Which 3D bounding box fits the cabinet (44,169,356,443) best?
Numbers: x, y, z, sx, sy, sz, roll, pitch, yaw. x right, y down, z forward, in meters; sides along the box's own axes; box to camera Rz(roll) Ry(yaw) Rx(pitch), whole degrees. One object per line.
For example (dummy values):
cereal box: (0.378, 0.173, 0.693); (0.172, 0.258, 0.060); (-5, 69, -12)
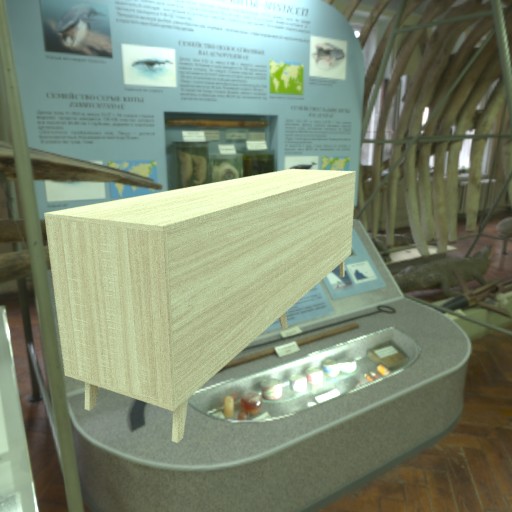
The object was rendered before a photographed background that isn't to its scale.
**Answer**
cabinet: (0.000, 0.000, 2.442); (0.500, 0.780, 2.200); (8, 17, 26)
